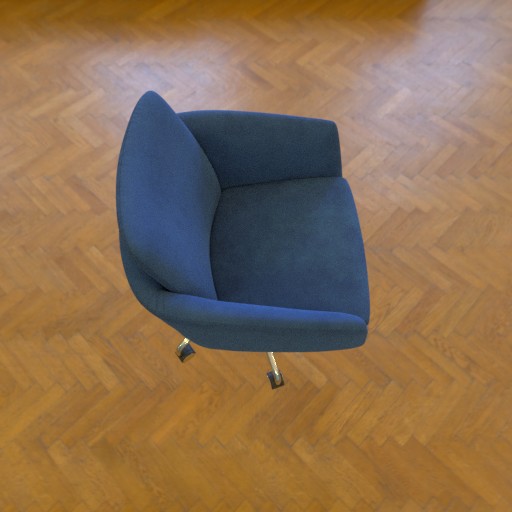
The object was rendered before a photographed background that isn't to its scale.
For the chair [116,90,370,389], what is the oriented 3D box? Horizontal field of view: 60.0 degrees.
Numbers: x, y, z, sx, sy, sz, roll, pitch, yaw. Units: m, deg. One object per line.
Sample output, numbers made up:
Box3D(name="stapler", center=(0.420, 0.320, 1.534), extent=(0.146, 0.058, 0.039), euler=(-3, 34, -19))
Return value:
Box3D(name="chair", center=(0.000, 0.000, 1.338), extent=(0.635, 0.908, 0.641), euler=(-2, 62, -1))
